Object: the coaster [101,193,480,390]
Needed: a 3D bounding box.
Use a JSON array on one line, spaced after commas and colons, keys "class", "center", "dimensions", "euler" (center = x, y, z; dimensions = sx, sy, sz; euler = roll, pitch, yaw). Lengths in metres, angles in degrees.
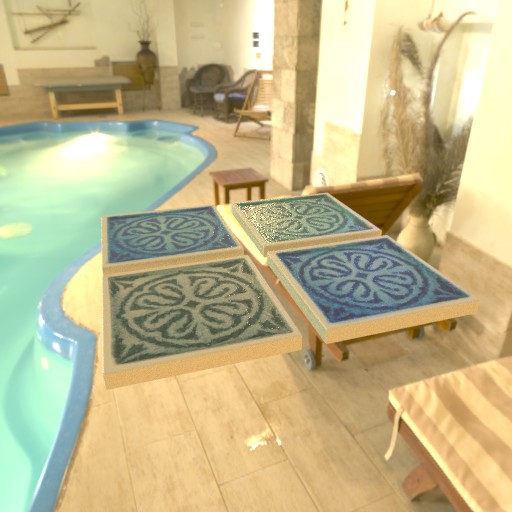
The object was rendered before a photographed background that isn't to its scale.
[{"class": "coaster", "center": [0.000, 0.000, 0.332], "dimensions": [0.219, 0.010, 0.214], "euler": [-8, 28, -16]}]
